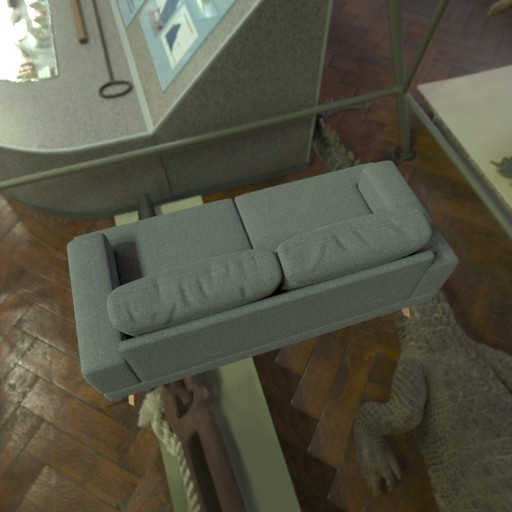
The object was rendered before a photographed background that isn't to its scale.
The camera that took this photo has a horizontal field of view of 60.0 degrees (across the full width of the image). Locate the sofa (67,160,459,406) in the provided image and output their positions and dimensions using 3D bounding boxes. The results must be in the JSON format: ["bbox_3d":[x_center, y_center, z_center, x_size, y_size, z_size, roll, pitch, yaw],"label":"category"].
[{"bbox_3d":[0.000,0.000,2.100,1.650,0.810,0.785,-16,59,-10],"label":"sofa"}]
